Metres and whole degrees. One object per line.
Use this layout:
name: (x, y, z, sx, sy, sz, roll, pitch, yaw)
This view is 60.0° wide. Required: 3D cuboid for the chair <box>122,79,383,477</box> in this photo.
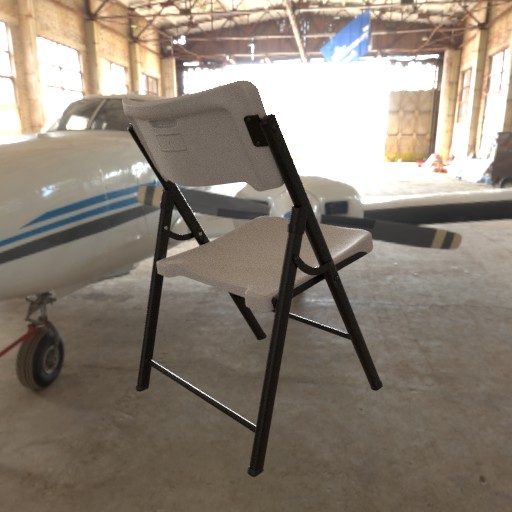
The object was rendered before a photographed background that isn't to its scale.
chair: (0.000, 0.000, 1.130, 0.577, 0.765, 0.482, -14, 20, -43)
